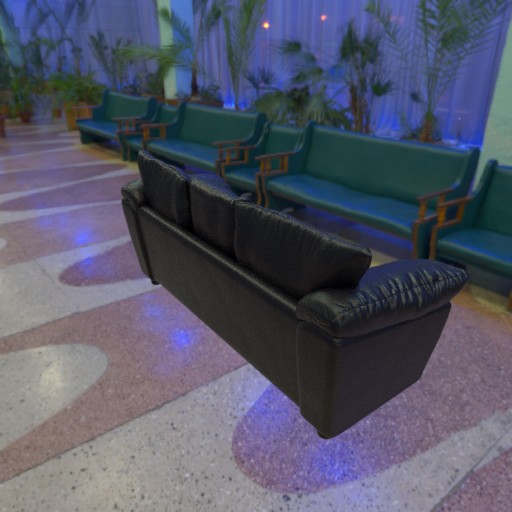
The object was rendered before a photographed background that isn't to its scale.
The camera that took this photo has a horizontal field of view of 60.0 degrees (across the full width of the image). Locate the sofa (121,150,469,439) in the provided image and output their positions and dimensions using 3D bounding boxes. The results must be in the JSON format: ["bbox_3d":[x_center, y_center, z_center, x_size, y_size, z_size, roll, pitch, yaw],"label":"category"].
[{"bbox_3d":[0.000,0.000,2.835,0.880,1.073,2.336,-18,31,-33],"label":"sofa"}]
